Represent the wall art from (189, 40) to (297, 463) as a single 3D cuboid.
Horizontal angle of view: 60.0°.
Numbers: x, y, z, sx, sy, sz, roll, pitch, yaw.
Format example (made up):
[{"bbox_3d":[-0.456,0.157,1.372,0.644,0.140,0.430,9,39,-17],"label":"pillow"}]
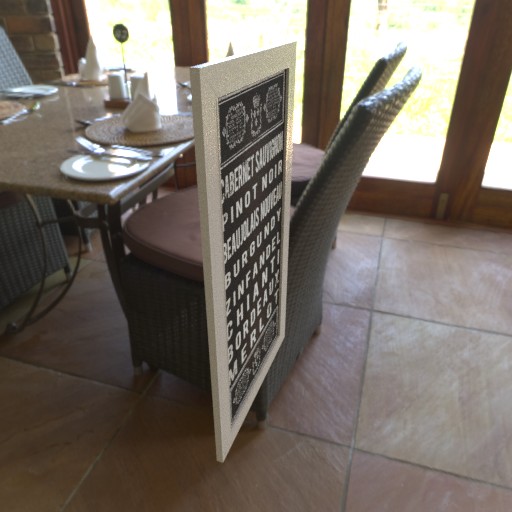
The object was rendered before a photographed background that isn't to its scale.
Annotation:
[{"bbox_3d":[0.000,0.000,0.809,0.013,0.683,0.380,11,32,18],"label":"wall art"}]
